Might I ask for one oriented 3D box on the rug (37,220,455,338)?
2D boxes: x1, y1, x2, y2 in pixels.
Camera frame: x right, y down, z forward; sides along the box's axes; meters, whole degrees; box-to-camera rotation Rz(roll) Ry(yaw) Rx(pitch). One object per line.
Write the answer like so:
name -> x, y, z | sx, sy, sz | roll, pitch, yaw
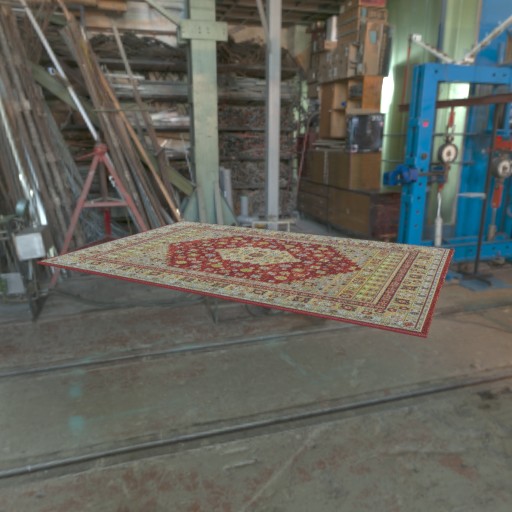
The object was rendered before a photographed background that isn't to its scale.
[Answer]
rug -> 0.000, 0.000, 2.278 | 1.802, 0.013, 1.194 | 8, 17, 26
